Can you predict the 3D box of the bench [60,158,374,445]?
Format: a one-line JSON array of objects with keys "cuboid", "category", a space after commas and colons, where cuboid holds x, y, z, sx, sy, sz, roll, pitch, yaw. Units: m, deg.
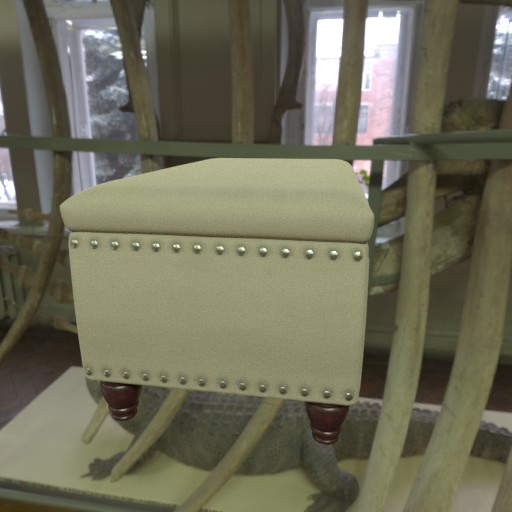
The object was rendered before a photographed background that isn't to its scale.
[{"cuboid": [0.000, 0.000, 1.146, 0.500, 0.449, 0.887, 3, 16, 9], "category": "bench"}]
